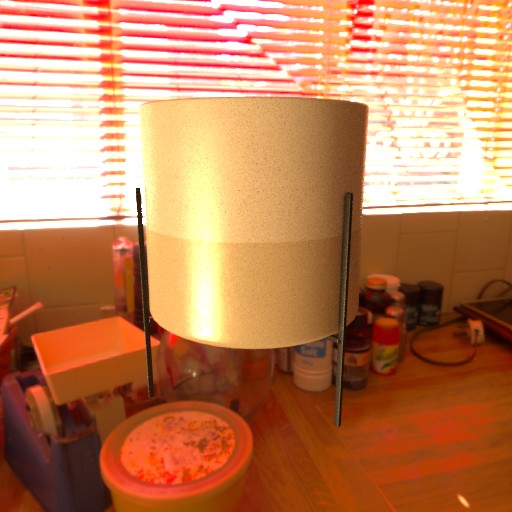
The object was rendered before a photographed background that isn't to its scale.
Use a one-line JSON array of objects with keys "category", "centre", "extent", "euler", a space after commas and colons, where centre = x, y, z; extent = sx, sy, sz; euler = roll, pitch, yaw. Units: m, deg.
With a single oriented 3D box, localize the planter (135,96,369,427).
[{"category": "planter", "centre": [0.000, 0.000, 0.759], "extent": [0.368, 0.484, 0.359], "euler": [14, 20, 43]}]
